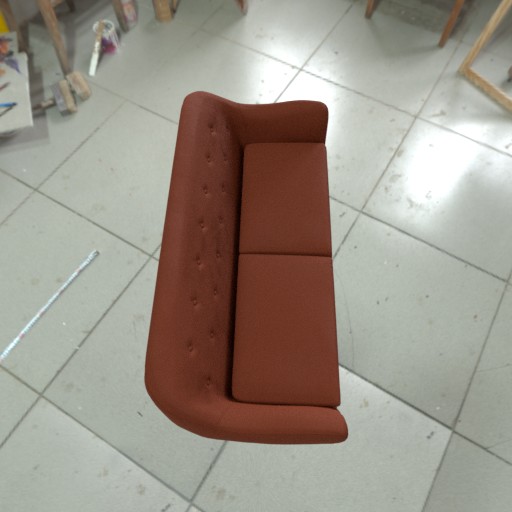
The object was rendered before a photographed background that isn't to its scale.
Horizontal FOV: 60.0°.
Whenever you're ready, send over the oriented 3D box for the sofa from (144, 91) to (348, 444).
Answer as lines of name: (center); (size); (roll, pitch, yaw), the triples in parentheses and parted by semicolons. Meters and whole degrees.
sofa: (0.000, 0.000, 2.335); (0.820, 0.836, 1.840); (1, 63, 1)
